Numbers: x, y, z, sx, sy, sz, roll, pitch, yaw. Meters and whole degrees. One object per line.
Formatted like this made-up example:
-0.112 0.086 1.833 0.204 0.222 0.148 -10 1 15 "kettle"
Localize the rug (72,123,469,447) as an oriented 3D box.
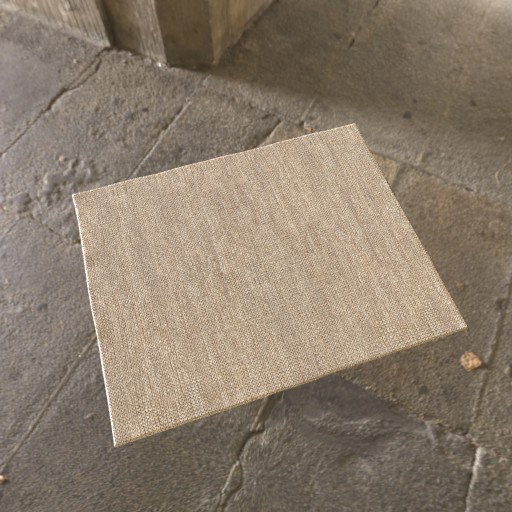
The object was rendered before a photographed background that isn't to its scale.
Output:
0.000 0.000 4.088 3.052 0.030 2.429 -16 65 -8 "rug"
